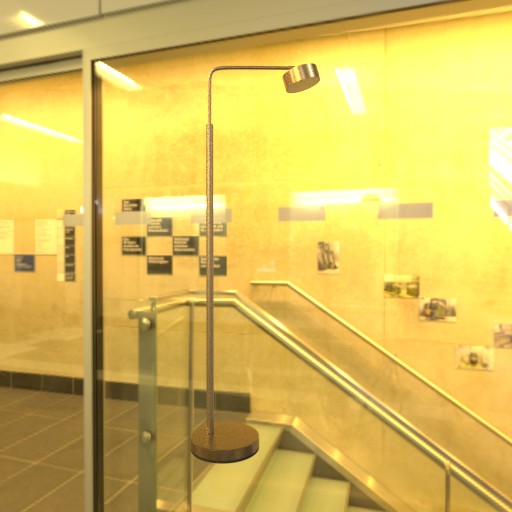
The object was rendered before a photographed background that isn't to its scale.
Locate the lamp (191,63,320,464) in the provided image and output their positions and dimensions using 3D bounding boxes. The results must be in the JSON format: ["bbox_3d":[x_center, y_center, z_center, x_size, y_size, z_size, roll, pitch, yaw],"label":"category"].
[{"bbox_3d":[0.000,0.000,1.416,0.418,1.230,0.219,0,1,-1],"label":"lamp"}]
